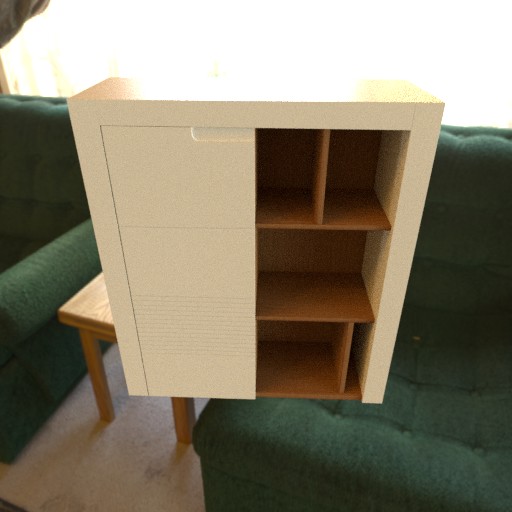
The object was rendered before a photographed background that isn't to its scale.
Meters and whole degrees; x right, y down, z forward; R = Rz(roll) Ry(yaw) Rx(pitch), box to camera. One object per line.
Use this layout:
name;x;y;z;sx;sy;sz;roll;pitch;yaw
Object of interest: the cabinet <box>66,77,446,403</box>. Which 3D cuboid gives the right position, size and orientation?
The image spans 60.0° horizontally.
cabinet;0.000;0.000;1.598;0.990;1.150;0.348;1;31;2
